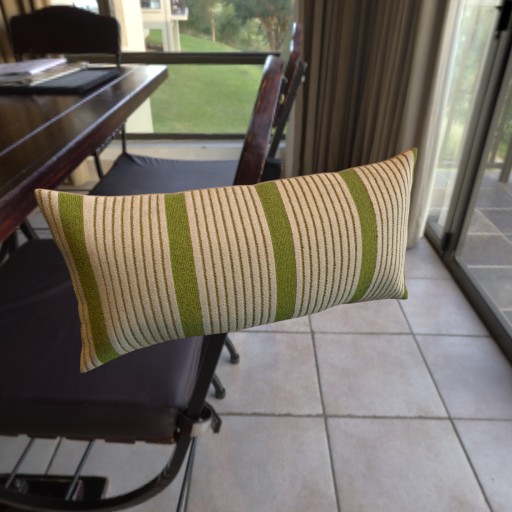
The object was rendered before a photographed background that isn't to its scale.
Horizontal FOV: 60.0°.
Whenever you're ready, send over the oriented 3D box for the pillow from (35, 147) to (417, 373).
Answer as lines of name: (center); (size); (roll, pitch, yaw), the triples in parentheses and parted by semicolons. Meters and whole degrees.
pillow: (0.000, 0.000, 0.729); (0.608, 0.292, 0.156); (-10, 33, -16)
